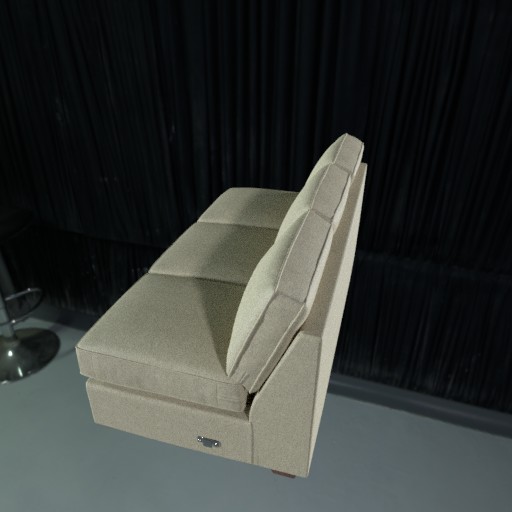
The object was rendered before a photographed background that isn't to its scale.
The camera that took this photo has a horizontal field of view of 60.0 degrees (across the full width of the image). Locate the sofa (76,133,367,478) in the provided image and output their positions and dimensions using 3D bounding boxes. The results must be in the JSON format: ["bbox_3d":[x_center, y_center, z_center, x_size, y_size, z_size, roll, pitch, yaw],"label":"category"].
[{"bbox_3d":[0.000,0.000,2.494,1.027,0.973,1.962,8,30,14],"label":"sofa"}]
